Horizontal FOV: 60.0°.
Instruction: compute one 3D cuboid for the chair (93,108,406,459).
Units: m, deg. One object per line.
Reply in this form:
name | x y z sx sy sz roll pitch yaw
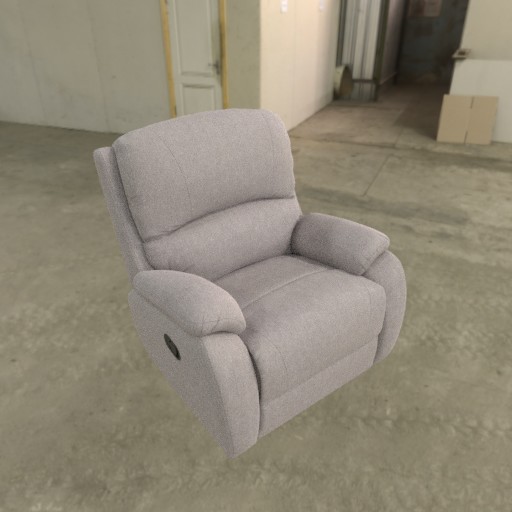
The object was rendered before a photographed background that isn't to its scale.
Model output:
chair | 0.000 0.000 1.770 0.930 1.011 0.899 -21 36 -32
